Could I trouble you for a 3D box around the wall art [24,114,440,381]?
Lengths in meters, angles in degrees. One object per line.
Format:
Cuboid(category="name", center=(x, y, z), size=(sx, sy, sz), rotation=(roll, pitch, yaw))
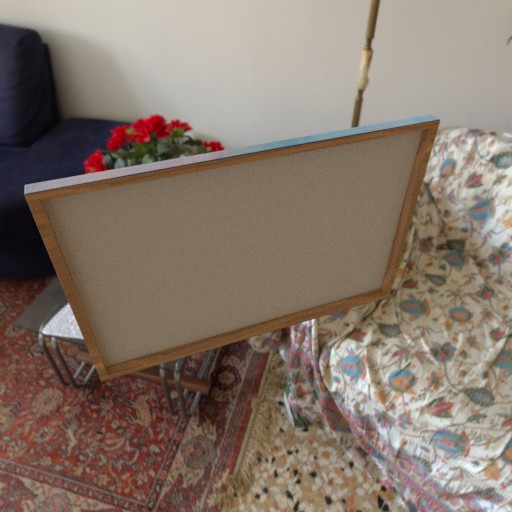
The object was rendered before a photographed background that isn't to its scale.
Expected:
Cuboid(category="wall art", center=(0.000, 0.000, 1.136), size=(0.911, 0.605, 0.037), rotation=(-14, 43, -15))
